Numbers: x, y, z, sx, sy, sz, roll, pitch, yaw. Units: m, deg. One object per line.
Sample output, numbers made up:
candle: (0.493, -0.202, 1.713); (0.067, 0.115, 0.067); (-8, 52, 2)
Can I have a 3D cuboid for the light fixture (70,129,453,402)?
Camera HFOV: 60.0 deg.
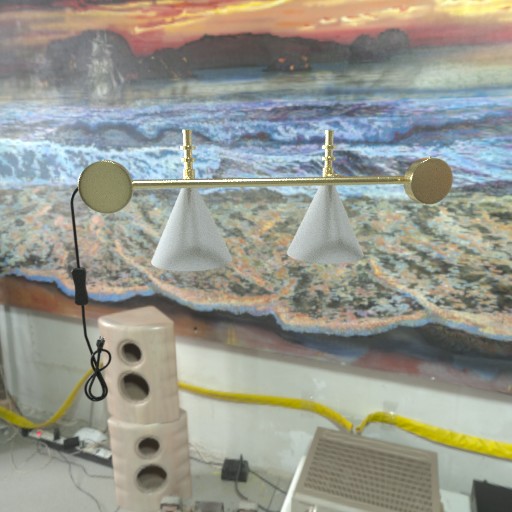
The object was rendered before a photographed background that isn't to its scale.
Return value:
light fixture: (0.000, 0.000, 0.852); (0.642, 0.468, 0.239); (-3, 15, -10)
